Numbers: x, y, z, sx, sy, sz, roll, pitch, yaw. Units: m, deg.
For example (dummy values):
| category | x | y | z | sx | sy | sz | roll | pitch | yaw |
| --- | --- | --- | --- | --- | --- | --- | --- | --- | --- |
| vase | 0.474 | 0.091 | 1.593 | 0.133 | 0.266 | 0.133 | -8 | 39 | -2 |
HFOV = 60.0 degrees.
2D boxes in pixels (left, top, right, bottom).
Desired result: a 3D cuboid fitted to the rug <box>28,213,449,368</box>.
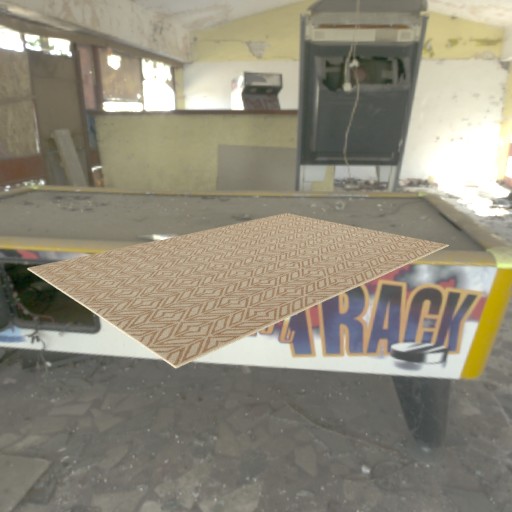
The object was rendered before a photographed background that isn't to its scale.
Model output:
| category | x | y | z | sx | sy | sz | roll | pitch | yaw |
| --- | --- | --- | --- | --- | --- | --- | --- | --- | --- |
| rug | 0.000 | 0.000 | 2.286 | 1.828 | 0.007 | 1.220 | -16 | 23 | -42 |
